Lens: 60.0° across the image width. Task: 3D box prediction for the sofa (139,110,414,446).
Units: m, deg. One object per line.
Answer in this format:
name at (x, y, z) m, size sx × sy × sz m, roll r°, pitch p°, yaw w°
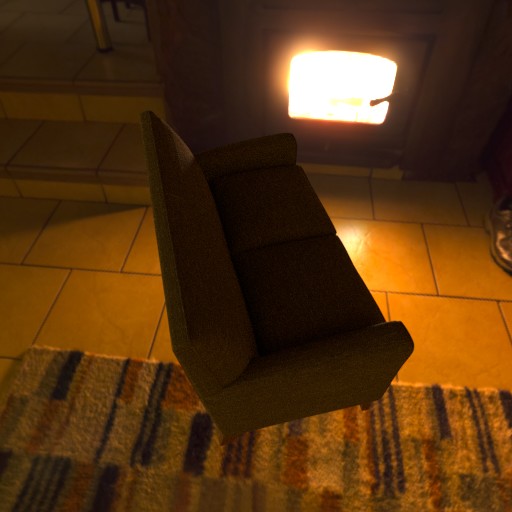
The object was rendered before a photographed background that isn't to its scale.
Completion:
sofa at (0.000, 0.000, 2.157) m, size 0.867 × 0.905 × 1.509 m, roll -10°, pitch 47°, yaw -10°
